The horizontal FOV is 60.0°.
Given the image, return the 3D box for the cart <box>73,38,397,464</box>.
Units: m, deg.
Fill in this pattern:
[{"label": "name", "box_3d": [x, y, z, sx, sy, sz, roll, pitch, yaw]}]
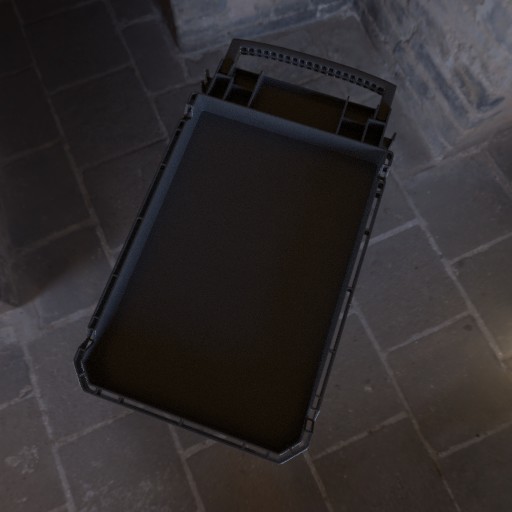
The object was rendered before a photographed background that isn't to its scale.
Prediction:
[{"label": "cart", "box_3d": [0.000, 0.000, 1.742, 0.674, 0.884, 1.239, 18, 76, 5]}]
